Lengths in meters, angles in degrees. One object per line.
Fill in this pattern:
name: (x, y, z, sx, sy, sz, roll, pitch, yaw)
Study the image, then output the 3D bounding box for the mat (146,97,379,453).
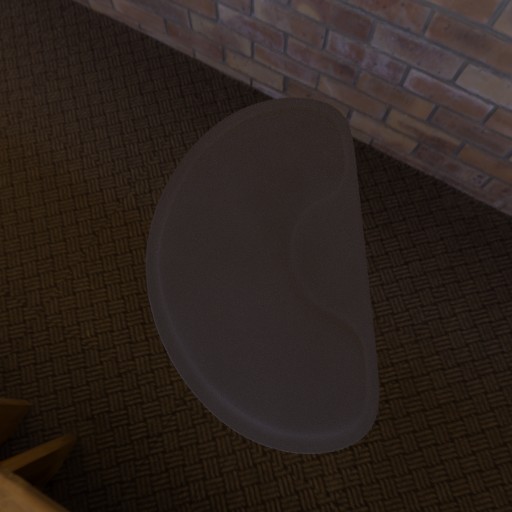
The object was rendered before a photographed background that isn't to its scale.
mat: (0.000, 0.000, 1.841, 0.913, 0.013, 1.524, -2, 73, -1)
